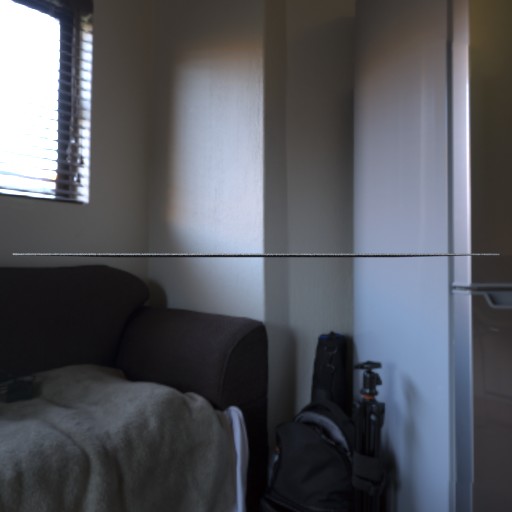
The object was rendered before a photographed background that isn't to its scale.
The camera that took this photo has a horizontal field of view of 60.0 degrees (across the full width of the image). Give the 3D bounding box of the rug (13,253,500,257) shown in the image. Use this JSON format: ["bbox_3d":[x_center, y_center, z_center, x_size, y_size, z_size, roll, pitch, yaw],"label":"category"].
[{"bbox_3d":[0.000,0.000,2.265,1.827,0.005,1.229,0,-1,-1],"label":"rug"}]
